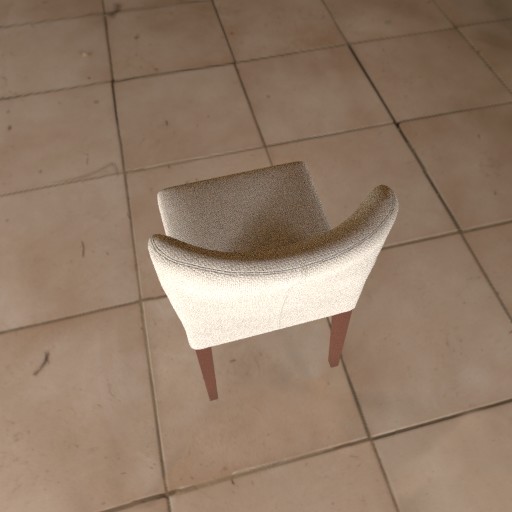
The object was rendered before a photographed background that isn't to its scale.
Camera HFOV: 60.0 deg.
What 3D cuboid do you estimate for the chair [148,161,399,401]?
[{"bbox_3d":[0.000,0.000,1.230,0.491,0.839,0.589,-13,59,-8],"label":"chair"}]
